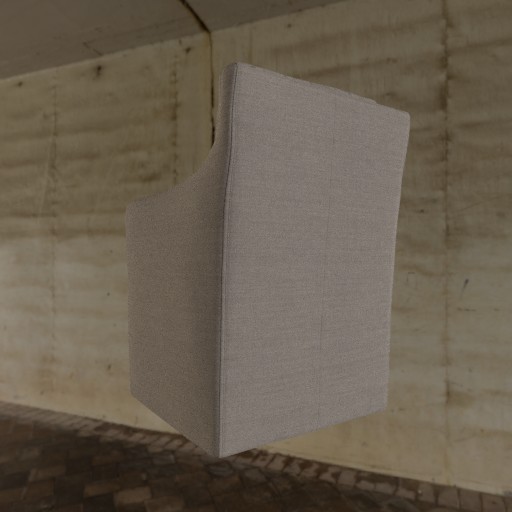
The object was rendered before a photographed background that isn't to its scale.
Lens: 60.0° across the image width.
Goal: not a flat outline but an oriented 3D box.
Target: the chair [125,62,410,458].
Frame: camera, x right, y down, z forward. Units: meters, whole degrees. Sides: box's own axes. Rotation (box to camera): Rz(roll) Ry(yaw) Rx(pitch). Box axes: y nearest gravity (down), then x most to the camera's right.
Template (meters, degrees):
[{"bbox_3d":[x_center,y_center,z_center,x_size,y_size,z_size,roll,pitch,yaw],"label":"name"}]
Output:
[{"bbox_3d":[0.000,0.000,1.355,0.626,0.914,0.694,0,0,-34],"label":"chair"}]
